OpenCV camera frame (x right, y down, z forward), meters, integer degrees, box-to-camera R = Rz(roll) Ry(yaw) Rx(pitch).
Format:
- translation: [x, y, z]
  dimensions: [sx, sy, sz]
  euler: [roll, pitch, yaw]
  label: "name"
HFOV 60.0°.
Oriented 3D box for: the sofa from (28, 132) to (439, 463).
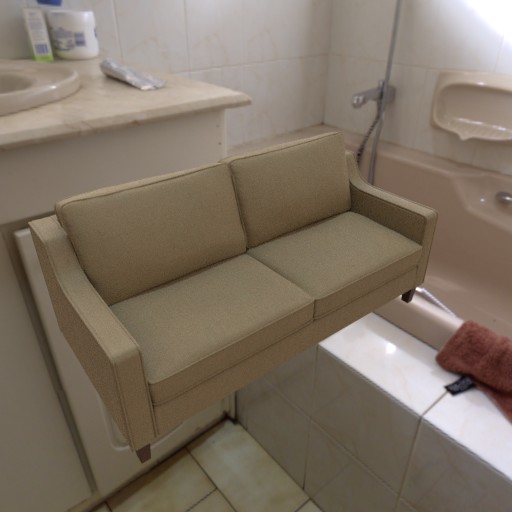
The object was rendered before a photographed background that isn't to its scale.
- translation: [0.000, 0.000, 2.684]
  dimensions: [2.178, 1.071, 1.066]
  euler: [-22, 37, -32]
  label: "sofa"
